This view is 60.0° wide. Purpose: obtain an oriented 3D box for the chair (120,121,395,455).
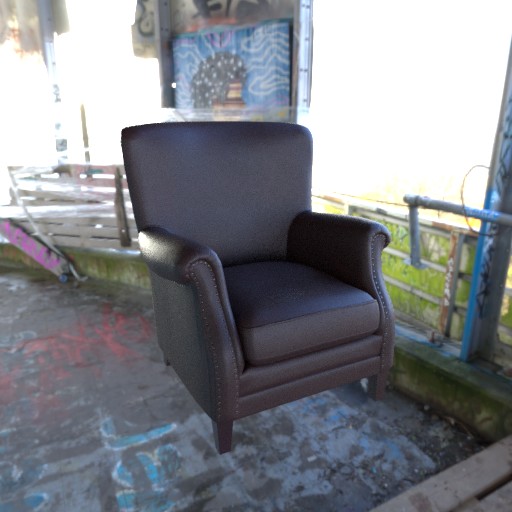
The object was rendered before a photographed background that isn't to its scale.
[{"bbox_3d":[0.000,0.000,1.385,0.700,0.800,0.746,-9,19,-26],"label":"chair"}]
